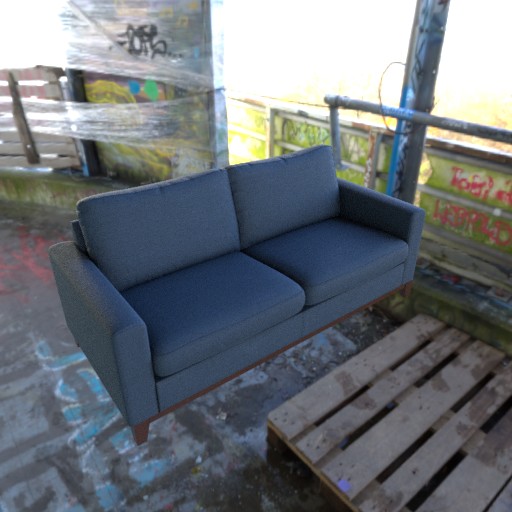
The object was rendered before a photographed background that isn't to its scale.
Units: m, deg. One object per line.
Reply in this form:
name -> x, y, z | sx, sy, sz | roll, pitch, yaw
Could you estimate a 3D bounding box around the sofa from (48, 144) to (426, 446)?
sofa -> 0.000, 0.000, 2.436 | 1.900, 0.865, 0.877 | -20, 35, -32
